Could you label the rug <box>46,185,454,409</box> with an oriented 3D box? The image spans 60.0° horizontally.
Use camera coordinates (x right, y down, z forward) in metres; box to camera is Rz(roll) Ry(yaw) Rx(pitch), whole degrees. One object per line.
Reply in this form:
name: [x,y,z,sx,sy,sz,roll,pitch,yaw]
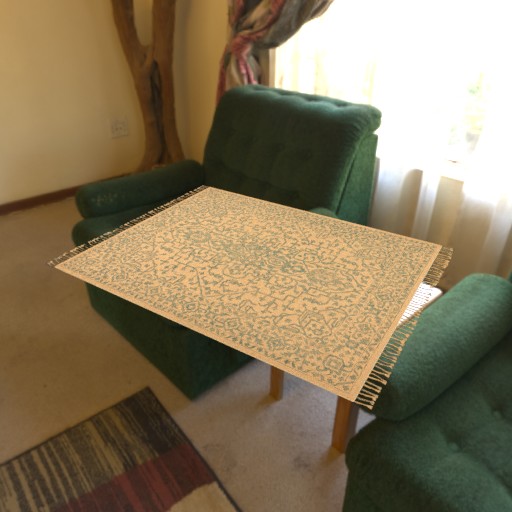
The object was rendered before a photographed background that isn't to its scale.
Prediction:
rug: [0.000,0.000,4.439,3.327,0.010,2.464,18,35,28]
